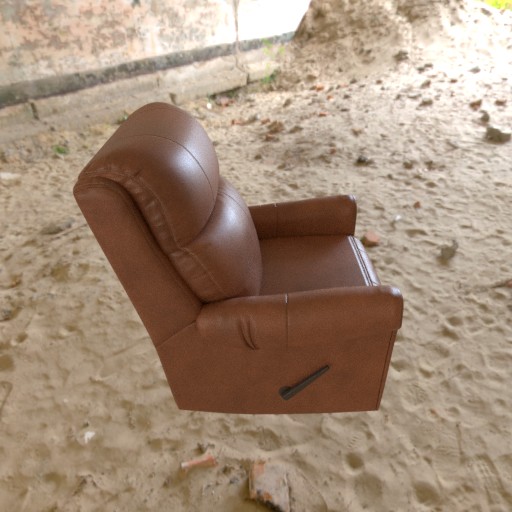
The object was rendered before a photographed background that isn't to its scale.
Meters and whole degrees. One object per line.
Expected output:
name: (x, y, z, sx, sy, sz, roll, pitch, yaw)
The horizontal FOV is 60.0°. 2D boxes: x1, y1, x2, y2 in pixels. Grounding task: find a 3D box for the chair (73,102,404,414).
chair: (0.000, 0.000, 1.737, 1.014, 1.054, 0.838, 0, 32, -1)
